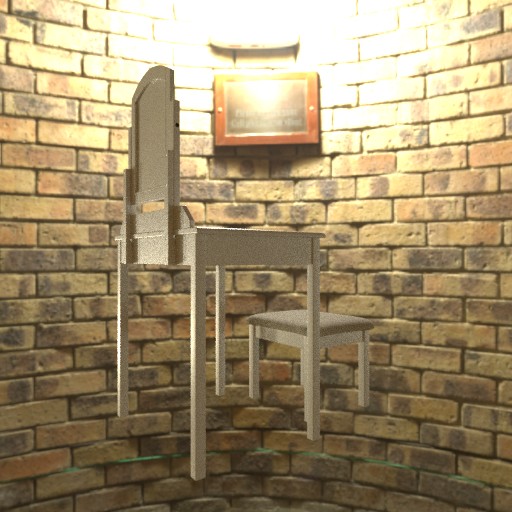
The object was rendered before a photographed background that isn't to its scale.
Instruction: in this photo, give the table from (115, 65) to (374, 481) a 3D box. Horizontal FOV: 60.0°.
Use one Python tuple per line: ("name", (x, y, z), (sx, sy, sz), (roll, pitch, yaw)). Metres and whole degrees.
("table", (0.000, 0.000, 2.278), (1.211, 1.631, 0.876), (0, 0, -36))
